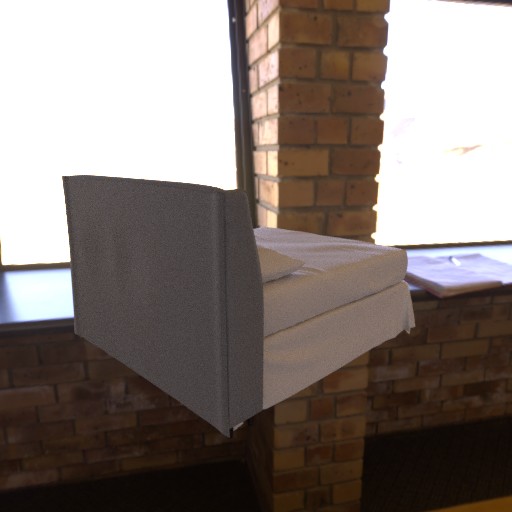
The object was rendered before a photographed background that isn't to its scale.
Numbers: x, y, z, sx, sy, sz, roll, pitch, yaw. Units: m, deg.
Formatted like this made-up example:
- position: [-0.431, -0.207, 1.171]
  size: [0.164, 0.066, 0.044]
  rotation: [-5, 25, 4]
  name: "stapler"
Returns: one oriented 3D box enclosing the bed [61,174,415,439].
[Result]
- position: [0.000, 0.000, 3.576]
  size: [2.276, 1.332, 1.925]
  rotation: [-13, 18, -43]
  name: "bed"
